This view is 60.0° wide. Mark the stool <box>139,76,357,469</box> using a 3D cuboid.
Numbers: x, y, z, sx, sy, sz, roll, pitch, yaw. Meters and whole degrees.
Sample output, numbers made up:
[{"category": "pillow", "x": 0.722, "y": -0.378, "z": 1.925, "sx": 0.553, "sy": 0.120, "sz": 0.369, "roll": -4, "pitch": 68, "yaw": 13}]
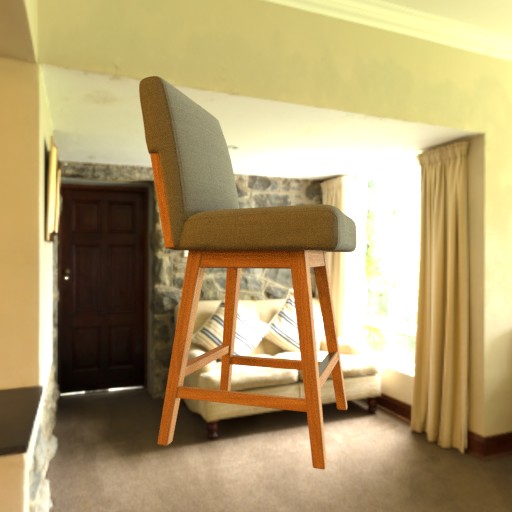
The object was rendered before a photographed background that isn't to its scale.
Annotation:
[{"category": "stool", "x": 0.000, "y": 0.000, "z": 1.349, "sx": 0.570, "sy": 1.019, "sz": 0.459, "roll": 0, "pitch": 0, "yaw": 18}]
